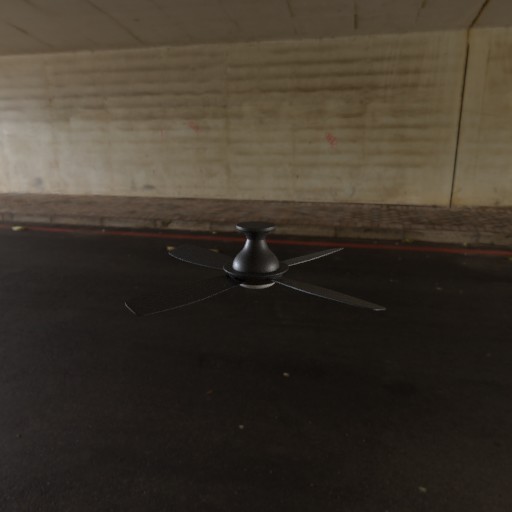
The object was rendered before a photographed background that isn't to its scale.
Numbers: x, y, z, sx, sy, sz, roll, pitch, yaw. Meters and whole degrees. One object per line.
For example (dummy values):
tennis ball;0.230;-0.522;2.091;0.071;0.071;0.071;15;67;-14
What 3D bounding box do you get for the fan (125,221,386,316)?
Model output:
fan;0.000;0.000;2.665;1.694;0.382;1.694;-14;21;-43
